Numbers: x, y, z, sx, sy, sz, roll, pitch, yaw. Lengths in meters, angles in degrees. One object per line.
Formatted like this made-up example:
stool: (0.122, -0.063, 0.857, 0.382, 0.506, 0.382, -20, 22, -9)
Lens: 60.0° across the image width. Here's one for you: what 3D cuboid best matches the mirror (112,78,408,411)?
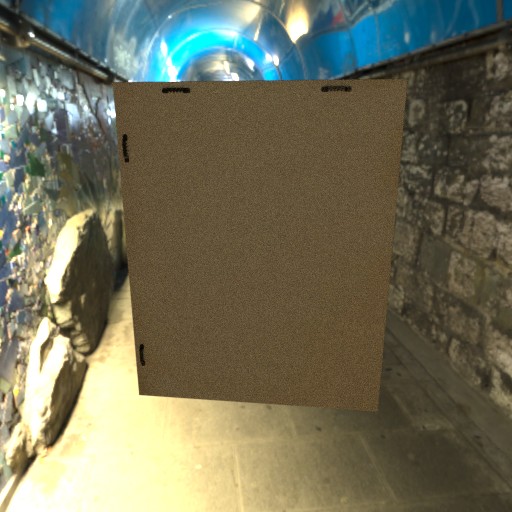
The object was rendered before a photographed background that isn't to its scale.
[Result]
mirror: (0.000, 0.000, 0.690, 0.405, 0.508, 0.041, 2, 16, 6)
